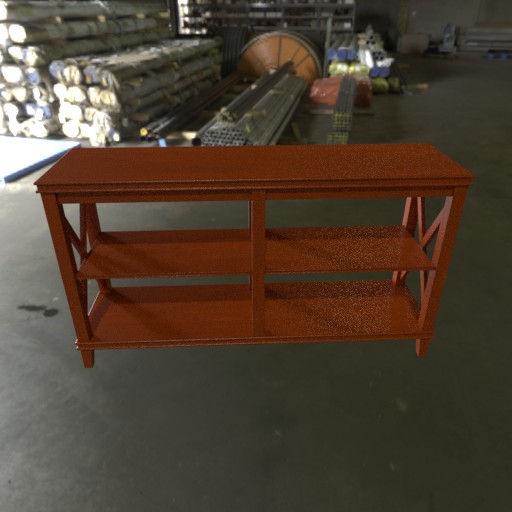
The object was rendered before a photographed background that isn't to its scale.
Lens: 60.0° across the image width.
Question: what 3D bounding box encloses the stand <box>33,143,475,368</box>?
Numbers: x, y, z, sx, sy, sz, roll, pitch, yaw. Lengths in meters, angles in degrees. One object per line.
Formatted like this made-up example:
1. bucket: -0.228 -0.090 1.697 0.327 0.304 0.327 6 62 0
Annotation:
1. stand: 0.000 0.000 1.724 1.372 0.762 0.381 -1 30 -2
